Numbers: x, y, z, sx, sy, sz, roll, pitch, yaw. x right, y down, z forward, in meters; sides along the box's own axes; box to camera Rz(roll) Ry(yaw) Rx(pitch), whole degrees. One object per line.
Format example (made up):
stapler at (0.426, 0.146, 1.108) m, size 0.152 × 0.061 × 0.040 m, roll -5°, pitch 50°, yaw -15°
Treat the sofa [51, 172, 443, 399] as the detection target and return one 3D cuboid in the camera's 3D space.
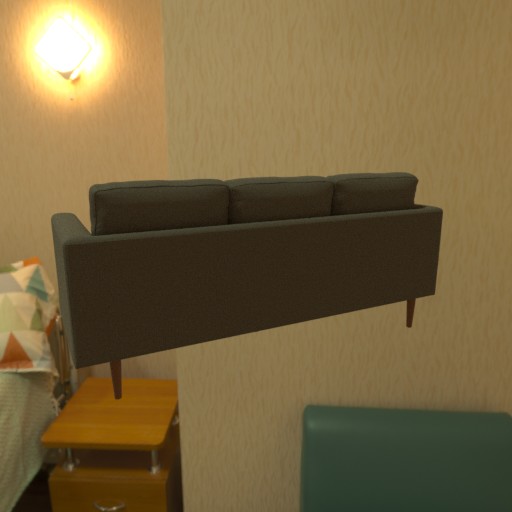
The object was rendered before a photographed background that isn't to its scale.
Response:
sofa at (0.000, 0.000, 2.487) m, size 2.029 × 0.912 × 0.802 m, roll -7°, pitch 15°, yaw -26°
